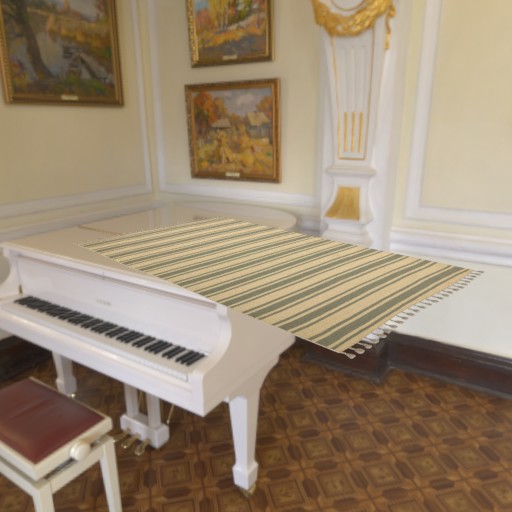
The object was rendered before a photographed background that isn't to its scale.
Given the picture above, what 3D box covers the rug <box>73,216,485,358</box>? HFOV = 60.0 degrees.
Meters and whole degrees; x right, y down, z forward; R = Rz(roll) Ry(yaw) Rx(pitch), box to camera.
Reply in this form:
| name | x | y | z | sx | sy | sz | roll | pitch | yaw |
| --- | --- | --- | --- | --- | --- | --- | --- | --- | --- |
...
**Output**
| name | x | y | z | sx | sy | sz | roll | pitch | yaw |
| --- | --- | --- | --- | --- | --- | --- | --- | --- | --- |
| rug | 0.000 | 0.000 | 2.523 | 2.084 | 0.009 | 1.222 | 16 | 22 | 42 |
